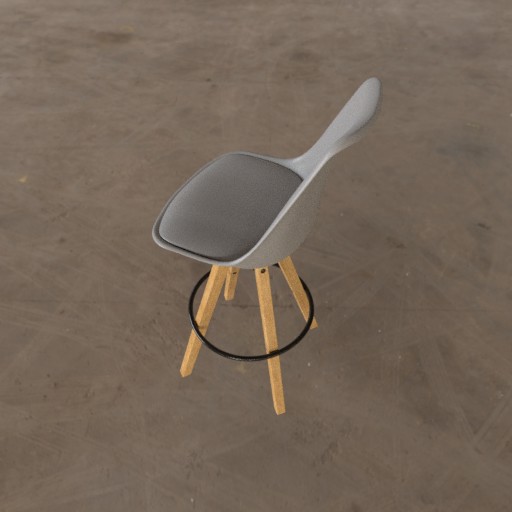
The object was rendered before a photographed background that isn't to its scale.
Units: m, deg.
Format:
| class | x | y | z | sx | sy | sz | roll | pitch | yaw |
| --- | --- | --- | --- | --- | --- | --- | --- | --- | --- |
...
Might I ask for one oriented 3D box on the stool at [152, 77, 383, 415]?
| class | x | y | z | sx | sy | sz | roll | pitch | yaw |
| --- | --- | --- | --- | --- | --- | --- | --- | --- | --- |
| stool | 0.000 | 0.000 | 1.384 | 0.550 | 1.115 | 0.485 | 17 | 49 | 15 |
